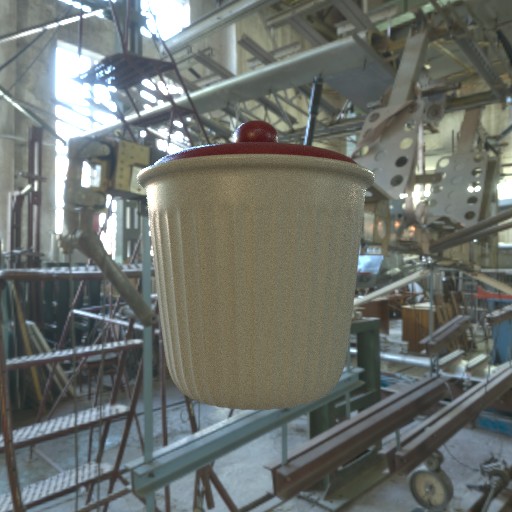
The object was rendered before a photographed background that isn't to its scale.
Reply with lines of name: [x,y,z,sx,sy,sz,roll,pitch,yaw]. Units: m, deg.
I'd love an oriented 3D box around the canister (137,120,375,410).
canister: [0.000,0.000,0.348,0.181,0.211,0.181,0,0,0]
